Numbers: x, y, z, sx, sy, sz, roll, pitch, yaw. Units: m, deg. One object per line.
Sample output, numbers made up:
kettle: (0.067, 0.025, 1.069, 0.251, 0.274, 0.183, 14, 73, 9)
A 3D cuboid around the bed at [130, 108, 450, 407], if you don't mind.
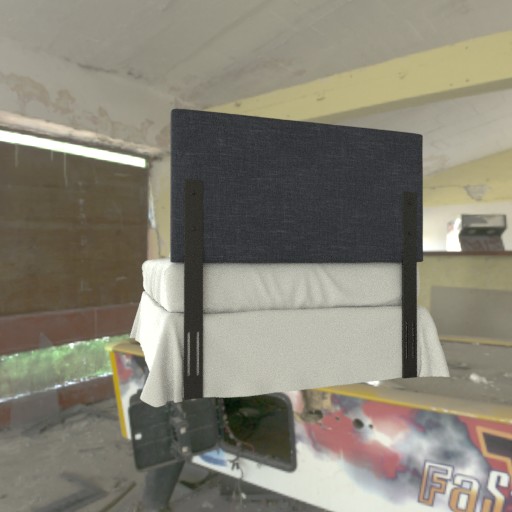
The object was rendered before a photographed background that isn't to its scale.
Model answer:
bed: (0.000, 0.000, 3.589, 1.936, 1.577, 2.222, 0, -1, -18)
